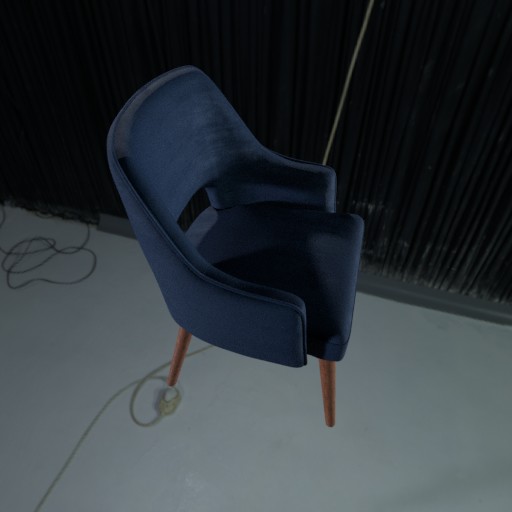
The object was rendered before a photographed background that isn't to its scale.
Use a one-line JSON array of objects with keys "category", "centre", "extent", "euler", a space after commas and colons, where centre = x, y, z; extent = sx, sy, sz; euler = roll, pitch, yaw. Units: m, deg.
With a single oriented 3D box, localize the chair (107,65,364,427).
[{"category": "chair", "centre": [0.000, 0.000, 1.204], "extent": [0.591, 0.844, 0.559], "euler": [10, 46, 10]}]
